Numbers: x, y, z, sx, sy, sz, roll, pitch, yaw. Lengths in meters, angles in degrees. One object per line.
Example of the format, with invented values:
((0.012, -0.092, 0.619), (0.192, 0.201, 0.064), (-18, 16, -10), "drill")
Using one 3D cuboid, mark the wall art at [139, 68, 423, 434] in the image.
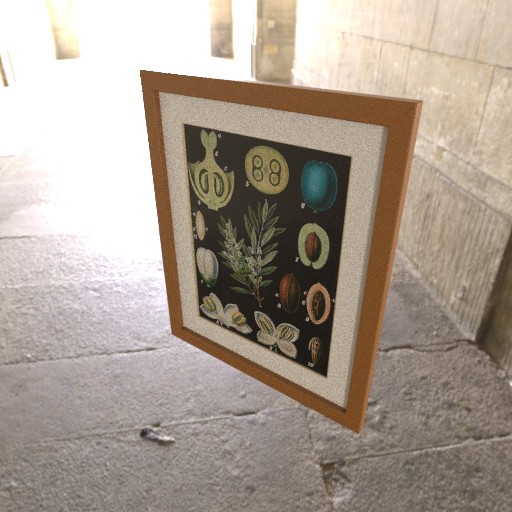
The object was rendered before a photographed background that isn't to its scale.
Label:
((0.000, 0.000, 0.743), (0.449, 0.550, 0.021), (20, 36, 30), "wall art")
